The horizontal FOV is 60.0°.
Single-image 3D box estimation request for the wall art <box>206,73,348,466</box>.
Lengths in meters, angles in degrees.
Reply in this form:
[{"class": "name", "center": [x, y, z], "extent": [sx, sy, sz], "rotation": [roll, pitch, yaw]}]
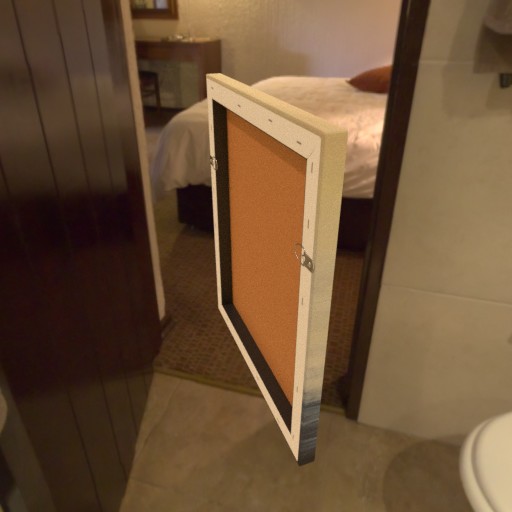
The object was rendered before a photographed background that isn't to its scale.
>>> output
[{"class": "wall art", "center": [0.000, 0.000, 1.019], "extent": [0.041, 0.710, 0.608], "rotation": [-11, 31, -18]}]
